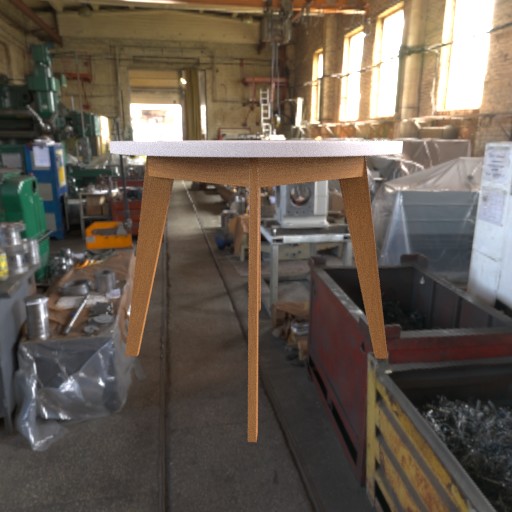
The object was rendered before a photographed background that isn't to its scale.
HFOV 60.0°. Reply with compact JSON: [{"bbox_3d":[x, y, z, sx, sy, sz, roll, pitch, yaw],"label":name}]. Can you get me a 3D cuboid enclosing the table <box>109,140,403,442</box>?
[{"bbox_3d":[0.000,0.000,1.517,0.896,0.762,0.896,0,15,0],"label":"table"}]
